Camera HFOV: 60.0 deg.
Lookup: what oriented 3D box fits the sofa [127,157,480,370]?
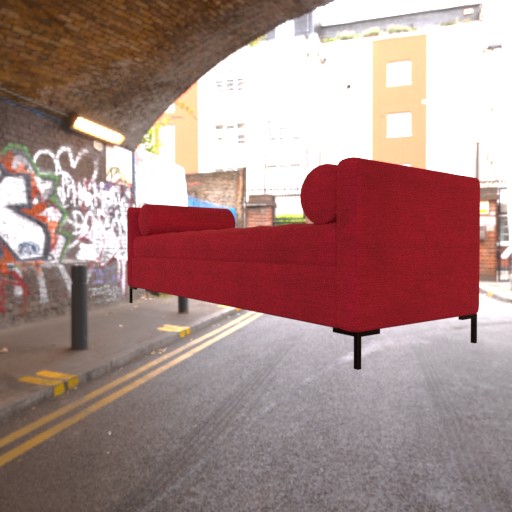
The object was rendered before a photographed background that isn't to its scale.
[{"bbox_3d":[0.000,0.000,2.282,0.686,0.635,1.981,-1,1,-35],"label":"sofa"}]
